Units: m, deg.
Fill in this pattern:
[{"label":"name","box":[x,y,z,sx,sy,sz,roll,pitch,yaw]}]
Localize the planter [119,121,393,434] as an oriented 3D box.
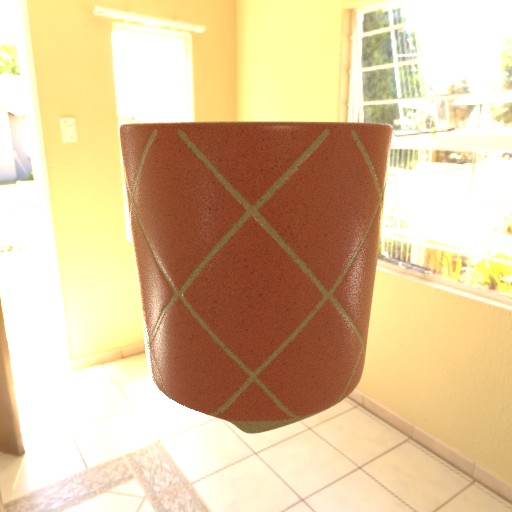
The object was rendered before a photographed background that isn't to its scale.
[{"label":"planter","box":[0.000,0.000,0.414,0.227,0.235,0.227,0,15,0]}]
